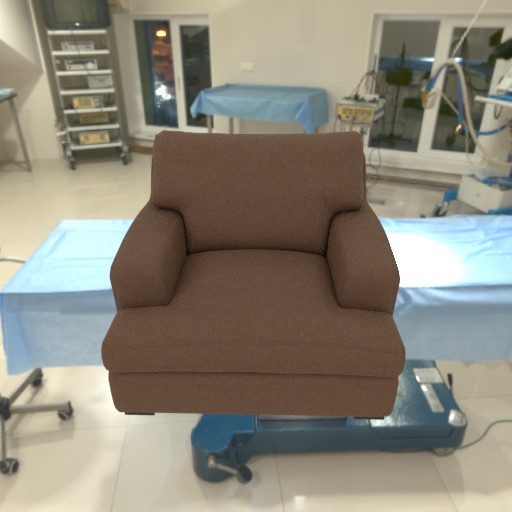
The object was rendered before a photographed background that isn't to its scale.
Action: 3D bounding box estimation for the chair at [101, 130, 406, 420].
[{"bbox_3d":[0.000,0.000,2.004,1.168,0.940,1.143,1,29,1],"label":"chair"}]
